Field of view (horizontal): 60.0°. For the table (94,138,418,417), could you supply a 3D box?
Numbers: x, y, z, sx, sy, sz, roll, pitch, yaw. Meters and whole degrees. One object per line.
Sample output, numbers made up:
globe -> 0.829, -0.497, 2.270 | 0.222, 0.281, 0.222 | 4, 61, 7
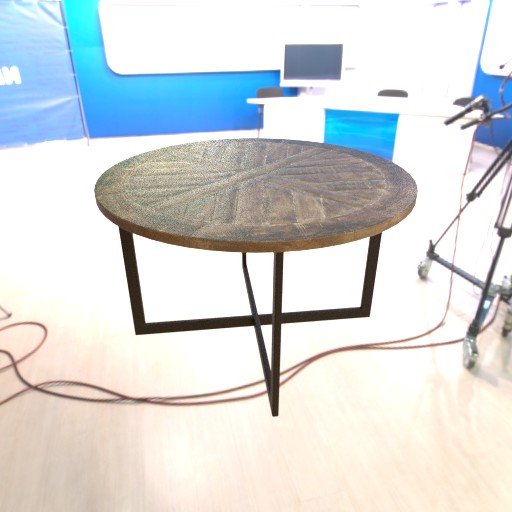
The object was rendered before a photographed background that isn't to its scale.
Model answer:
table -> 0.000, 0.000, 1.993 | 1.264, 0.762, 1.264 | 0, 28, 0
